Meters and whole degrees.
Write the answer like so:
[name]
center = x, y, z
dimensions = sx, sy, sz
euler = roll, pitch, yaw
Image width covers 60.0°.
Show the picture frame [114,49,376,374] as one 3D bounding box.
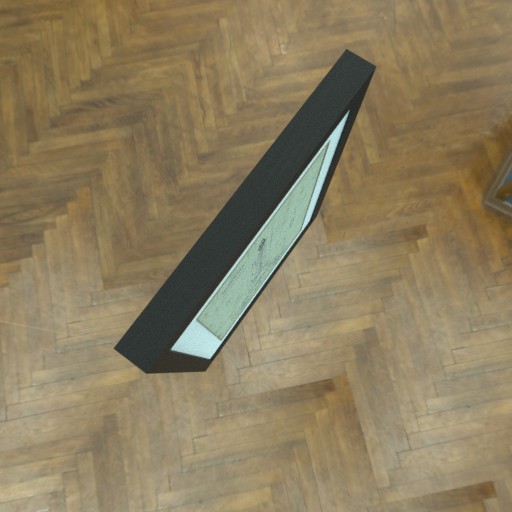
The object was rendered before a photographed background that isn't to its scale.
[picture frame]
center = 0.000, 0.000, 0.776
dimensions = 0.044, 0.555, 0.452
euler = 35, 78, 8
